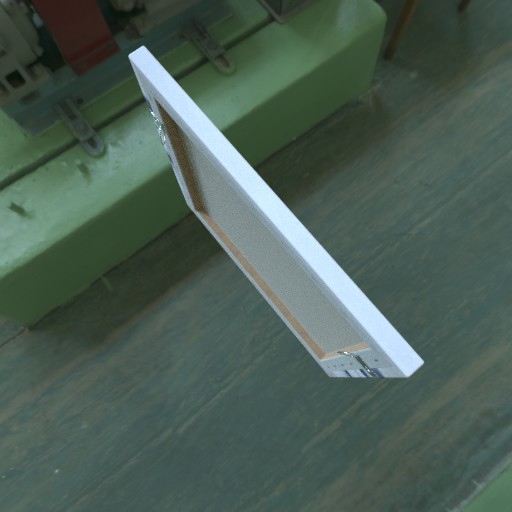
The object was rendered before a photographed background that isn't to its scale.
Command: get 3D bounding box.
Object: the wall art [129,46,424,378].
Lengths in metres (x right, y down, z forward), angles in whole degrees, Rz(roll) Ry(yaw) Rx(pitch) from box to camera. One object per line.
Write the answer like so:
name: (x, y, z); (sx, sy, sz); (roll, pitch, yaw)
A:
wall art: (0.000, 0.000, 1.117); (0.065, 0.747, 0.755); (-38, 78, -10)
